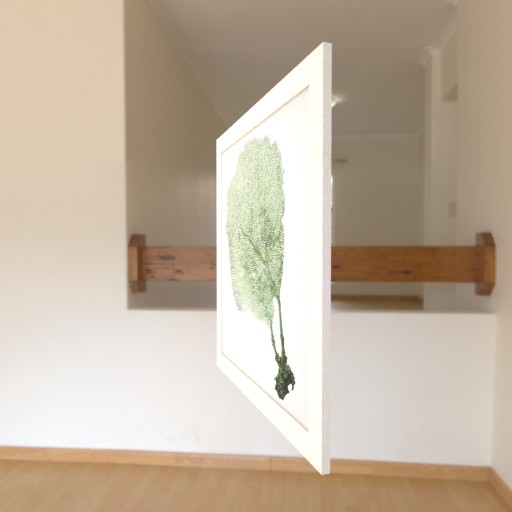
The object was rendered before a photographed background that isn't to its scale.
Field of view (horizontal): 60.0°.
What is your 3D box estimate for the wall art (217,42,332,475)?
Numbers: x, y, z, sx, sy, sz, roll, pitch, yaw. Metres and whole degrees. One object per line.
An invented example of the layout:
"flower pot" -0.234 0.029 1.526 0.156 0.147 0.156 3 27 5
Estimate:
"wall art" 0.000 0.000 0.878 0.013 0.584 0.584 0 1 -19
